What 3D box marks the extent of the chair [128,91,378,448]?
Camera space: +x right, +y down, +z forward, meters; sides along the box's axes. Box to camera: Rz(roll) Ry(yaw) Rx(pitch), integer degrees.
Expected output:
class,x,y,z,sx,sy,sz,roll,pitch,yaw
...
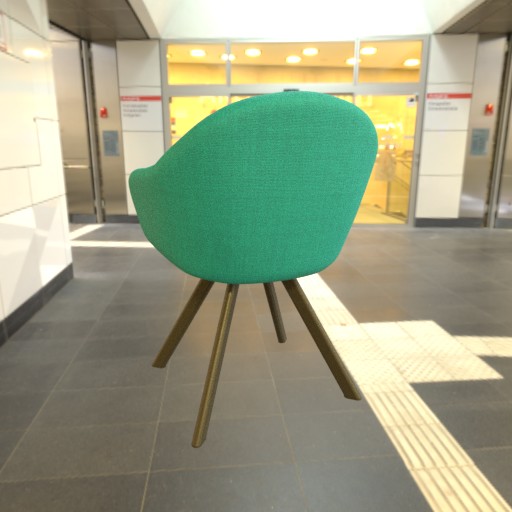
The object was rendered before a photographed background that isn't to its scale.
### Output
class,x,y,z,sx,sy,sz,roll,pitch,yaw
chair,0.000,0.000,1.200,0.590,0.795,0.550,-6,15,-24
